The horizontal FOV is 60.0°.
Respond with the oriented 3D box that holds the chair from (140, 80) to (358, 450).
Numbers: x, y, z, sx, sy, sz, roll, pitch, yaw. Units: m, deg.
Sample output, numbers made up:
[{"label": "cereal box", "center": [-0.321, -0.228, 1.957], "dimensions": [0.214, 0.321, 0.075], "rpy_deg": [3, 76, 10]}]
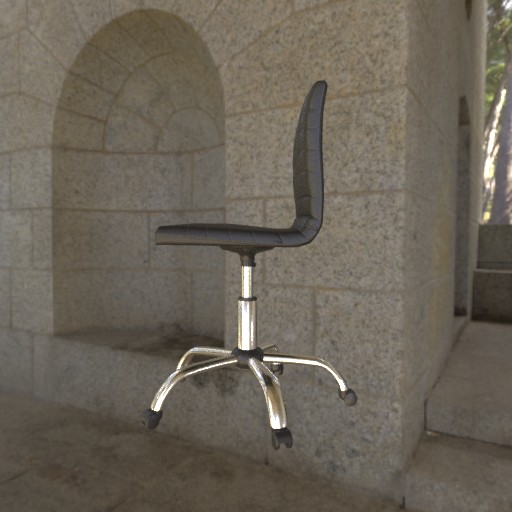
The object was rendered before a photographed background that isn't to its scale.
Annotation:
[{"label": "chair", "center": [0.000, 0.000, 1.162], "dimensions": [0.530, 0.780, 0.556], "rpy_deg": [0, 2, 2]}]
